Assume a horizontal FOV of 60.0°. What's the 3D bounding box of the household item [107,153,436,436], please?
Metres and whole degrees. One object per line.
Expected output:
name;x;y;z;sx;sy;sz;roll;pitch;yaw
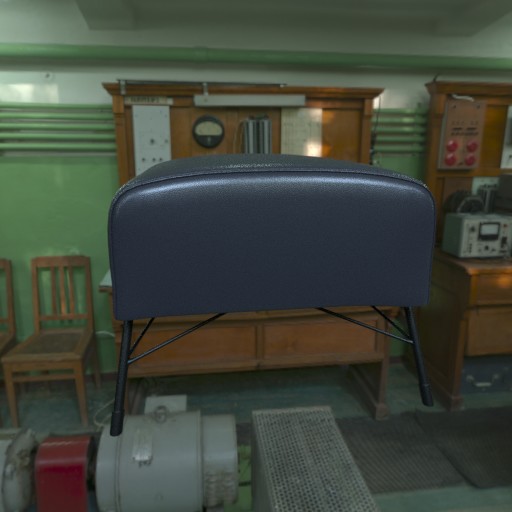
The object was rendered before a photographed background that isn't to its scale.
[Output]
household item;0.000;0.000;0.909;0.530;0.410;0.530;-2;14;-9
